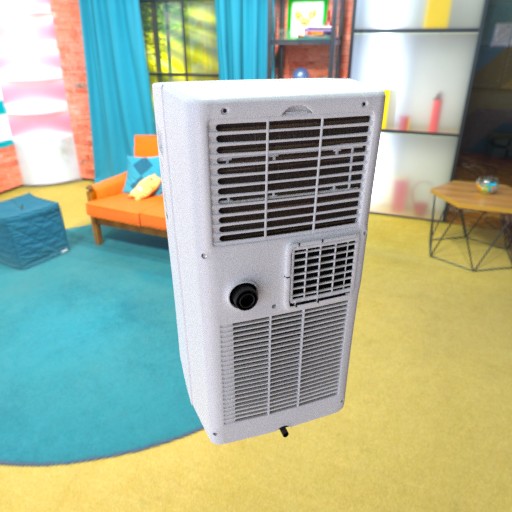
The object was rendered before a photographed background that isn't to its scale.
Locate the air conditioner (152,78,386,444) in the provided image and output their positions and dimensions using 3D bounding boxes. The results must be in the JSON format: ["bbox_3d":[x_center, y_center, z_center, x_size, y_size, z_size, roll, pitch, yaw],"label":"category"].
[{"bbox_3d":[0.000,0.000,0.815,0.304,0.606,0.349,-9,27,-18],"label":"air conditioner"}]
